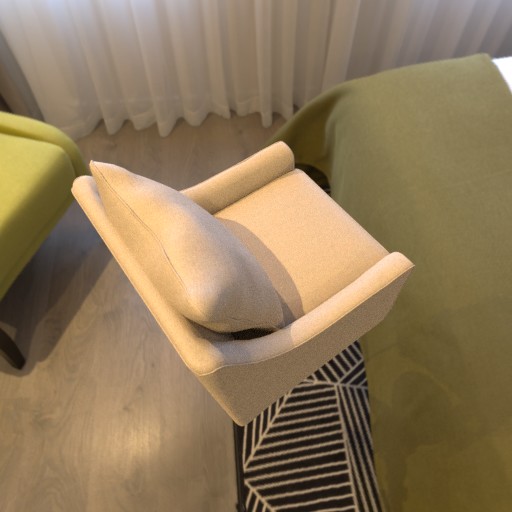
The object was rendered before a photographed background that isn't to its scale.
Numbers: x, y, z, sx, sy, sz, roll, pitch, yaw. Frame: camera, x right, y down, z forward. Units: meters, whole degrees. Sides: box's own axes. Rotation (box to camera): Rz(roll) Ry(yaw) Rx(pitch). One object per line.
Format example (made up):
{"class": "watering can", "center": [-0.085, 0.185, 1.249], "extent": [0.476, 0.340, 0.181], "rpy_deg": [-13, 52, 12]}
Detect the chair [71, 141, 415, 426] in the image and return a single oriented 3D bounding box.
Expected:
{"class": "chair", "center": [0.000, 0.000, 1.604], "extent": [0.876, 0.942, 0.760], "rpy_deg": [-32, 63, -18]}
